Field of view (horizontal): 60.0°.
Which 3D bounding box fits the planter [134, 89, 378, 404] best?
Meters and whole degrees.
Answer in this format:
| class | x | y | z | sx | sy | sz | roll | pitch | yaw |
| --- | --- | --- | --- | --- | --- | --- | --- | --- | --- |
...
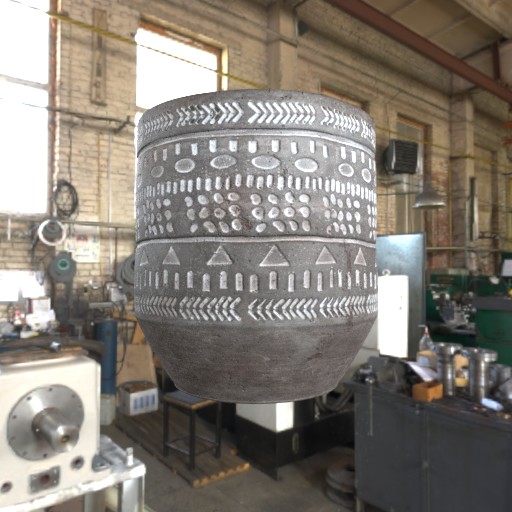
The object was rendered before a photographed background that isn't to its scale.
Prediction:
| class | x | y | z | sx | sy | sz | roll | pitch | yaw |
| --- | --- | --- | --- | --- | --- | --- | --- | --- | --- |
| planter | 0.000 | 0.000 | 0.230 | 0.122 | 0.128 | 0.122 | 0 | -2 | 0 |
